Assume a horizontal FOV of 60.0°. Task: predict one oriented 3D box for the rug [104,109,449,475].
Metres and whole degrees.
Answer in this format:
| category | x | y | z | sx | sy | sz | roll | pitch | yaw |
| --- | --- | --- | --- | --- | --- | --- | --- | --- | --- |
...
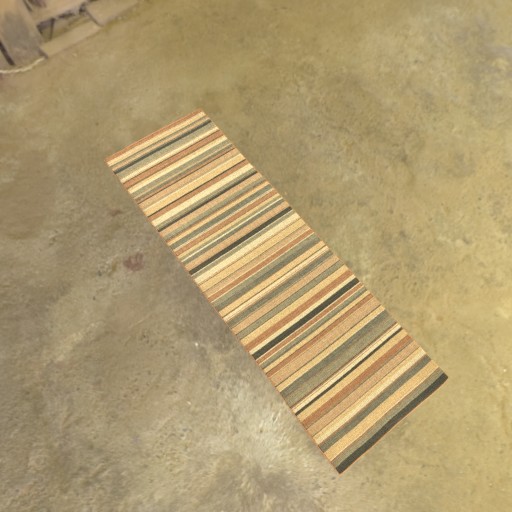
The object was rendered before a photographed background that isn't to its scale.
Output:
| category | x | y | z | sx | sy | sz | roll | pitch | yaw |
| --- | --- | --- | --- | --- | --- | --- | --- | --- | --- |
| rug | 0.000 | 0.000 | 2.727 | 0.799 | 0.010 | 2.444 | -34 | 68 | -15 |
